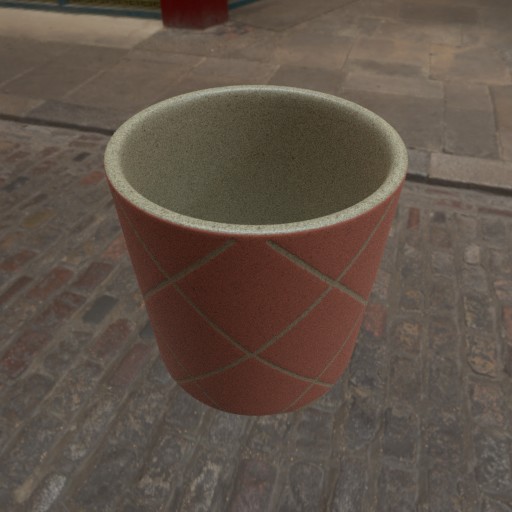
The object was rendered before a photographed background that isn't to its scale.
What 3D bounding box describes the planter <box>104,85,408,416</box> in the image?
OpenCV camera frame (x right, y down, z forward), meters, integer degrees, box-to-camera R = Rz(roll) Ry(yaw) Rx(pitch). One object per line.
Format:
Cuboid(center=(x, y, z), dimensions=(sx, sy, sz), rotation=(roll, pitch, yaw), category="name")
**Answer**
Cuboid(center=(0.000, 0.000, 0.351), dimensions=(0.191, 0.200, 0.191), rotation=(0, 42, 0), category="planter")
